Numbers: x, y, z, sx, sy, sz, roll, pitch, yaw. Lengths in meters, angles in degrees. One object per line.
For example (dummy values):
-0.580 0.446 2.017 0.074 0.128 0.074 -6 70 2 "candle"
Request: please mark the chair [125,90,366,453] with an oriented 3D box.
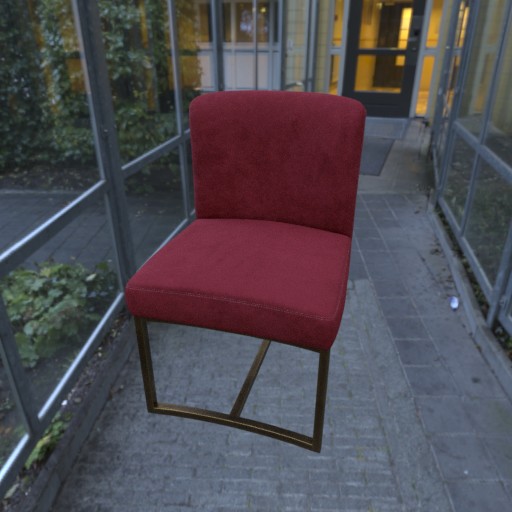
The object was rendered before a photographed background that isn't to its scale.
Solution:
0.000 0.000 1.243 0.530 0.824 0.560 7 27 15 "chair"
